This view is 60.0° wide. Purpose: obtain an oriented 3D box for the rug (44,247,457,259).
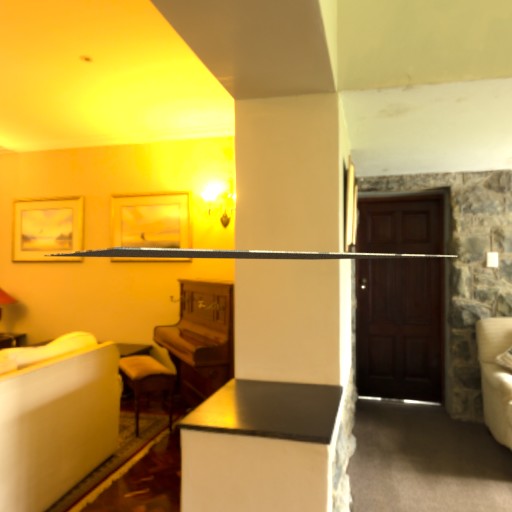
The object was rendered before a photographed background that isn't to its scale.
[{"bbox_3d":[0.000,0.000,3.050,2.423,0.008,1.513,1,-2,-35],"label":"rug"}]
